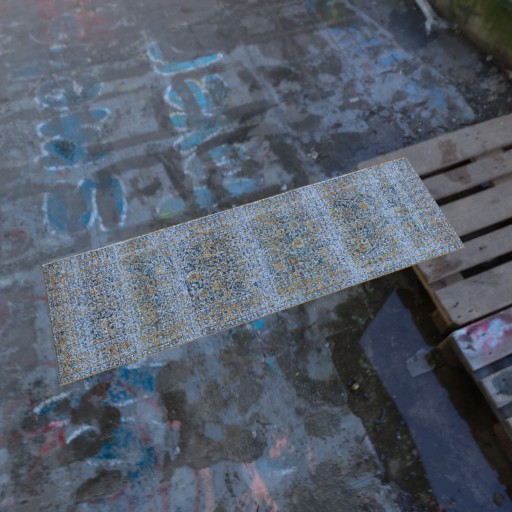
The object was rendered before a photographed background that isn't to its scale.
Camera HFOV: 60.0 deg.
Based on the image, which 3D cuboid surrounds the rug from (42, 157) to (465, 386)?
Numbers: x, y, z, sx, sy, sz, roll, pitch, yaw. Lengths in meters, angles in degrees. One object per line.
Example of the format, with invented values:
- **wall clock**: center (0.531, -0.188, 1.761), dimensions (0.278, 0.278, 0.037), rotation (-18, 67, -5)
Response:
- **rug**: center (0.000, 0.000, 2.504), dimensions (2.294, 0.014, 0.704), rotation (-18, 64, -9)
